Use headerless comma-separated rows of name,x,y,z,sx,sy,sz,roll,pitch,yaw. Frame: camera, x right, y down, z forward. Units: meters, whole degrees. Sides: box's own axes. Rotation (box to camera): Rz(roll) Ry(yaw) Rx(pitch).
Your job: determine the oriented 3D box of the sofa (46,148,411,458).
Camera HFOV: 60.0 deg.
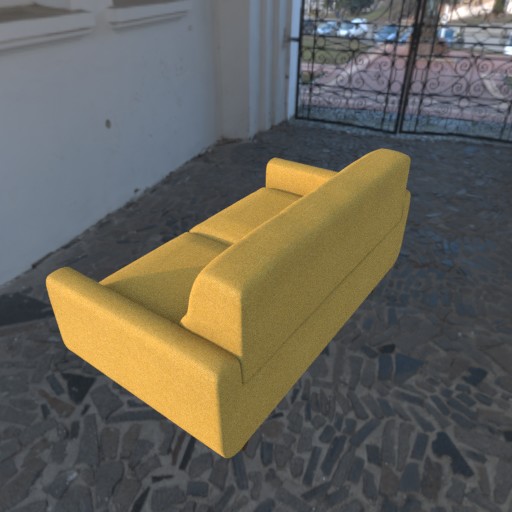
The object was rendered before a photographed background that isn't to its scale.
sofa,0.000,0.000,2.137,0.909,0.841,1.631,21,39,30
